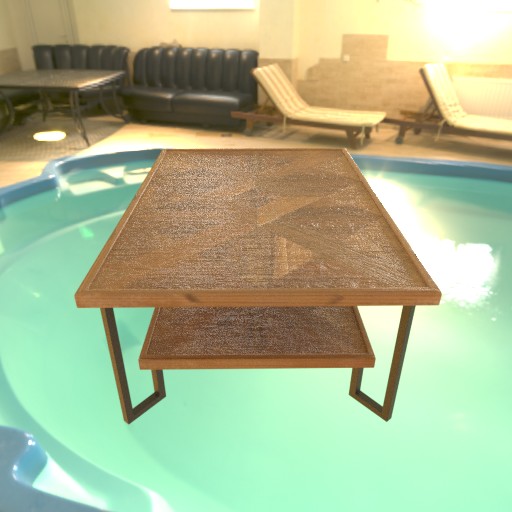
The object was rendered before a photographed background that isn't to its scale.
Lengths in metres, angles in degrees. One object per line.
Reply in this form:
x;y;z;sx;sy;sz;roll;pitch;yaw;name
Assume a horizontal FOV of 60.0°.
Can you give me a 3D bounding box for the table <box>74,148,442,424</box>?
0.000;0.000;1.709;0.877;0.492;1.238;0;29;-1;table
